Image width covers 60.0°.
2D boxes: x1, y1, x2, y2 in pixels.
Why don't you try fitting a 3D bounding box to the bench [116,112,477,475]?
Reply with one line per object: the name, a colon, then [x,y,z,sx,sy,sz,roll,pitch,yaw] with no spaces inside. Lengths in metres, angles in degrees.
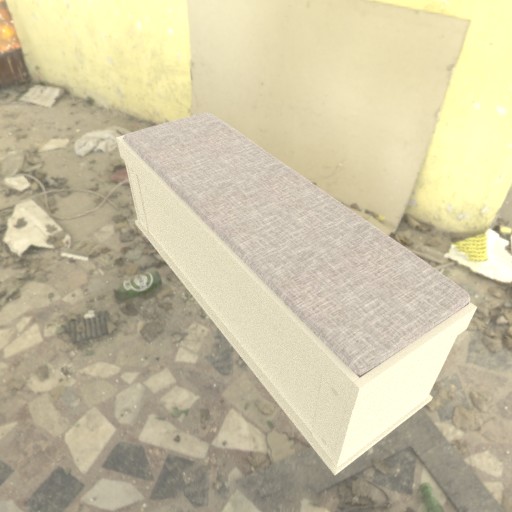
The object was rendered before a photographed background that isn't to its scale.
bench: [0.000,0.000,1.391,0.363,0.453,1.196,-24,47,-25]
